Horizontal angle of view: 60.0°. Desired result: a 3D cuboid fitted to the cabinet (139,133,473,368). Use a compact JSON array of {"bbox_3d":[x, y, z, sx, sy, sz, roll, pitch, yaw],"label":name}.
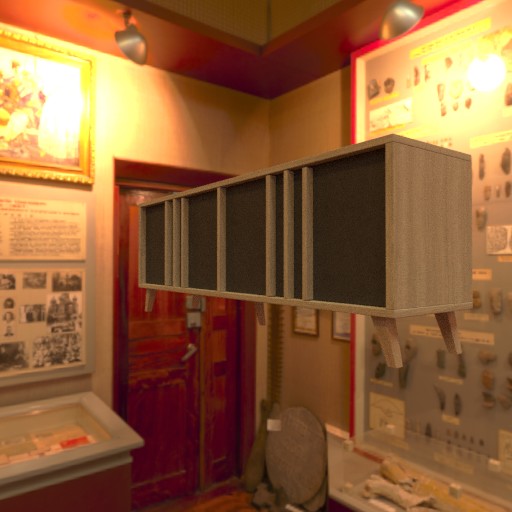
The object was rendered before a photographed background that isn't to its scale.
[{"bbox_3d":[0.000,0.000,2.479,0.499,0.779,2.198,1,-1,-36],"label":"cabinet"}]
